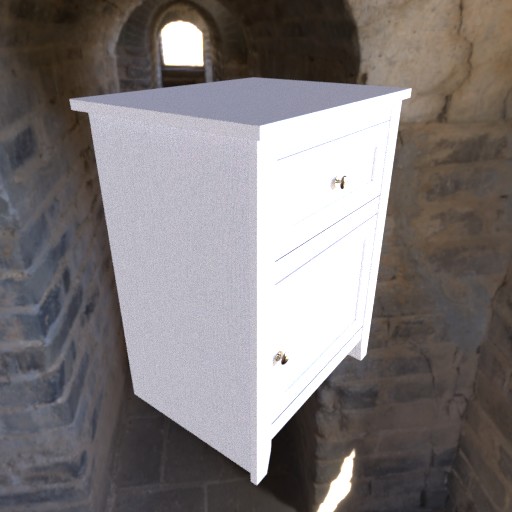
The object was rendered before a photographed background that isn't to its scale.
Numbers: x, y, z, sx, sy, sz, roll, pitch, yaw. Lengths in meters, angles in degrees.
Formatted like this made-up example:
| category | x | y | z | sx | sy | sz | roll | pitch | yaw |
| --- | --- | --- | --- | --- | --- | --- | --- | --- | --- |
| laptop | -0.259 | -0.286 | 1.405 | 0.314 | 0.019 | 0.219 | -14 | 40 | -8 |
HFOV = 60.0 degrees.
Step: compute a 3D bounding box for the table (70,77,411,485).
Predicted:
| category | x | y | z | sx | sy | sz | roll | pitch | yaw |
| --- | --- | --- | --- | --- | --- | --- | --- | --- | --- |
| table | 0.000 | 0.000 | 0.915 | 0.381 | 0.635 | 0.480 | 19 | 32 | 33 |
